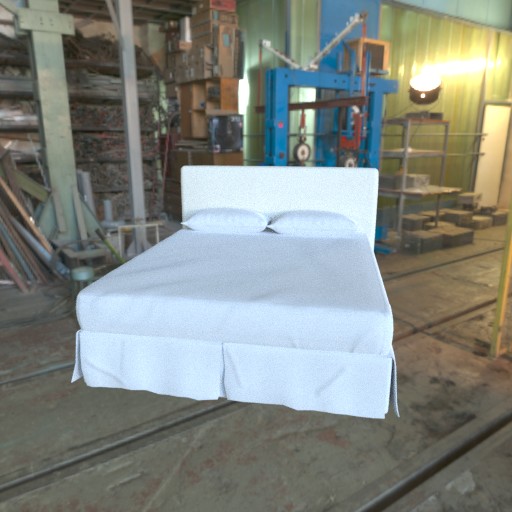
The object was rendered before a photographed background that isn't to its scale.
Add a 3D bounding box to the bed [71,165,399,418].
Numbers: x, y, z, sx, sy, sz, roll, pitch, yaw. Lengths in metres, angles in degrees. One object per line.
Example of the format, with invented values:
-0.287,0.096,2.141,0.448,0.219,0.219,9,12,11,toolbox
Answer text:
0.000,0.000,3.683,2.119,1.317,2.341,3,16,10,bed
